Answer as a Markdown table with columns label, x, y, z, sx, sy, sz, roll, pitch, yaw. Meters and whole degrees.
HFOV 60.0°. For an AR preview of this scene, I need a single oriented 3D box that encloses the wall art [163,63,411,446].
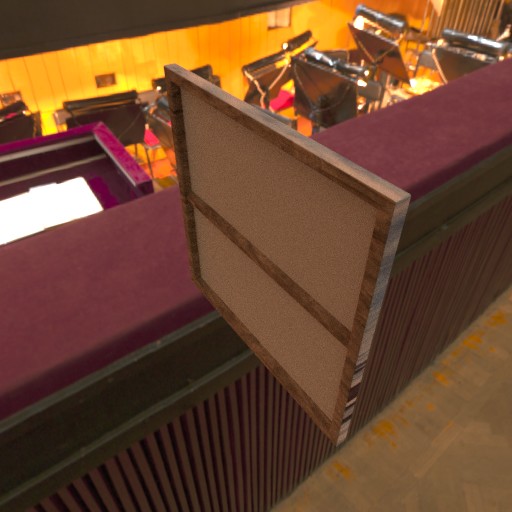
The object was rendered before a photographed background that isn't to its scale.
| label | x | y | z | sx | sy | sz | roll | pitch | yaw |
| --- | --- | --- | --- | --- | --- | --- | --- | --- | --- |
| wall art | 0.000 | 0.000 | 1.122 | 0.035 | 0.747 | 0.747 | -25 | 47 | -26 |
